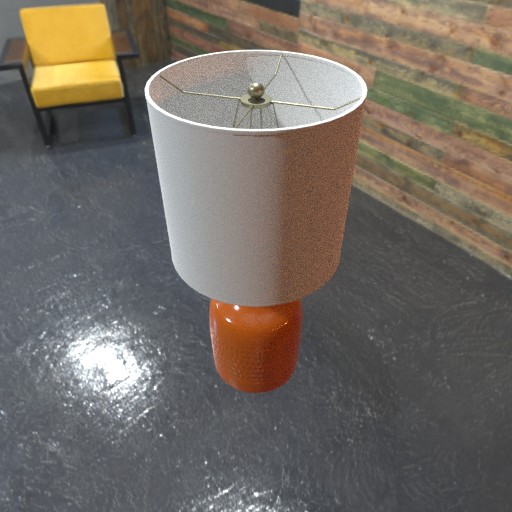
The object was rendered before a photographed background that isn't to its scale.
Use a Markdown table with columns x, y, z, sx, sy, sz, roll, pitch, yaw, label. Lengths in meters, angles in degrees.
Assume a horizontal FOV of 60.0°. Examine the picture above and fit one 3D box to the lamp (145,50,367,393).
| x | y | z | sx | sy | sz | roll | pitch | yaw | label |
| --- | --- | --- | --- | --- | --- | --- | --- | --- | --- |
| 0.000 | 0.000 | 1.129 | 0.418 | 0.871 | 0.418 | -25 | 46 | -26 | lamp |
